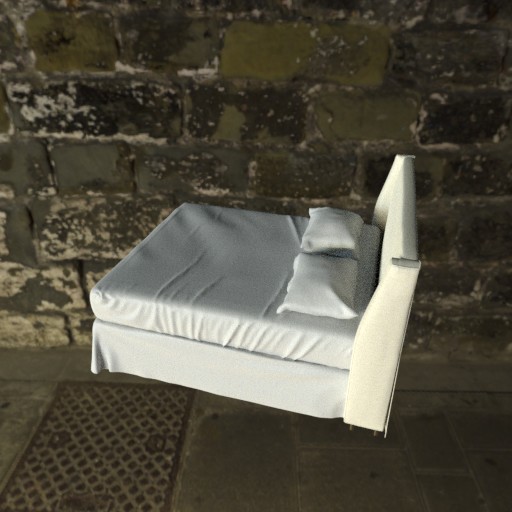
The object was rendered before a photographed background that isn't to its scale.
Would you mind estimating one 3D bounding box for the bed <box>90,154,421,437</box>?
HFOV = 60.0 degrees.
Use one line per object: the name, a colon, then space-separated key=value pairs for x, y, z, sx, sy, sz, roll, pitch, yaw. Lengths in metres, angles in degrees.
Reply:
bed: x=0.000 y=0.000 z=3.567 sx=2.276 sy=1.332 sz=1.925 roll=8 pitch=31 yaw=14
